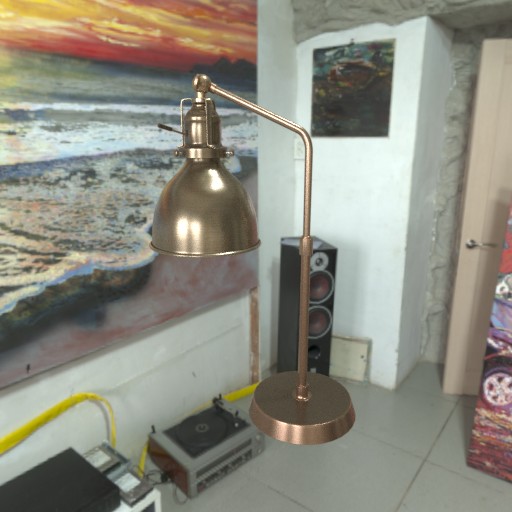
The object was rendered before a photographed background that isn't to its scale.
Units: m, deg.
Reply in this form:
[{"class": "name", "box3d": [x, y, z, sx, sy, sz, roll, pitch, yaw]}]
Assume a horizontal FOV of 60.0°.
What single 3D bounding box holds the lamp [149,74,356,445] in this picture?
[{"class": "lamp", "box3d": [0.000, 0.000, 0.592, 0.286, 0.456, 0.153, 2, 15, 8]}]
